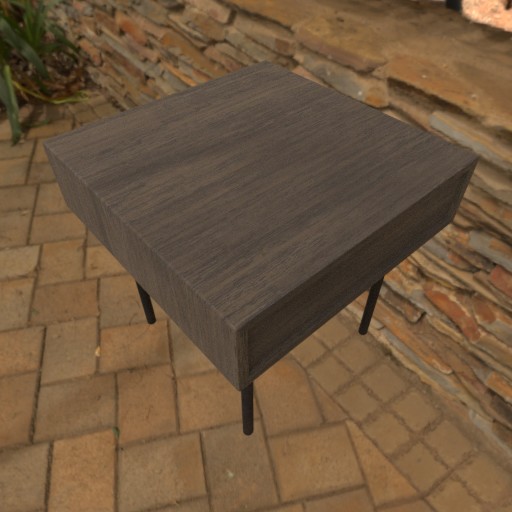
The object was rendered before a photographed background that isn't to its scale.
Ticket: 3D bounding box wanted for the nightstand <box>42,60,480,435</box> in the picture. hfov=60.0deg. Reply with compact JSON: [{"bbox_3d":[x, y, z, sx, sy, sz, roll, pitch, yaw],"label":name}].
[{"bbox_3d":[0.000,0.000,0.890,0.502,0.497,0.503,-32,54,-28],"label":"nightstand"}]
